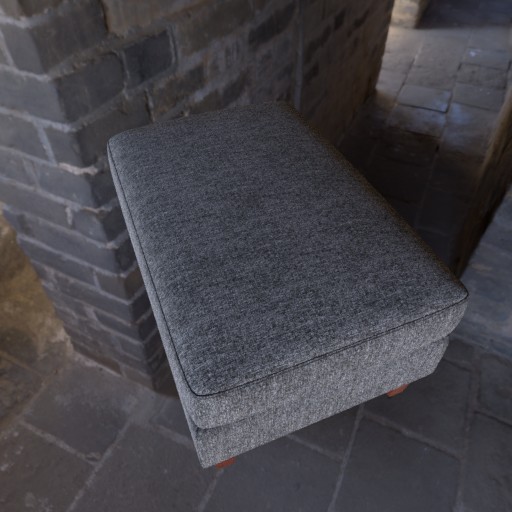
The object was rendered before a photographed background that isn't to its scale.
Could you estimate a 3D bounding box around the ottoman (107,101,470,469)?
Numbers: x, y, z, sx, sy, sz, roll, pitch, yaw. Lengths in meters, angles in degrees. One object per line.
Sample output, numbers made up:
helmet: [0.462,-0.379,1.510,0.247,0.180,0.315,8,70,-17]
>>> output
ottoman: [0.000,0.000,1.162,0.584,0.483,0.864,-17,49,-15]
